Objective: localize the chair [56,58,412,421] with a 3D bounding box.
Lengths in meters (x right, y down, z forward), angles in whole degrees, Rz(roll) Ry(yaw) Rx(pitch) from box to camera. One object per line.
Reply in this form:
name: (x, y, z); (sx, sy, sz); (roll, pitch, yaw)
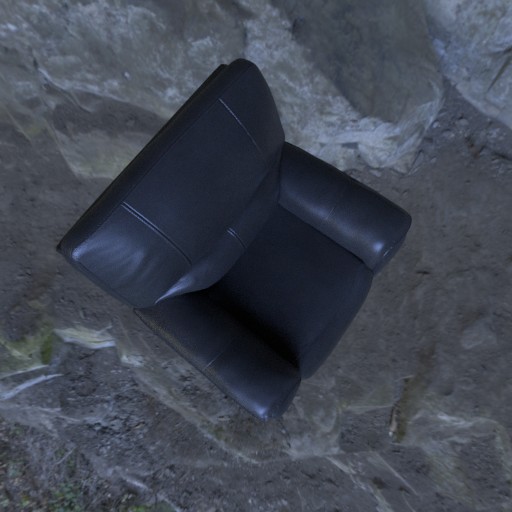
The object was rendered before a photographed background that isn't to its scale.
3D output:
chair: (0.000, 0.000, 2.005); (1.087, 1.109, 1.096); (36, 78, 9)
